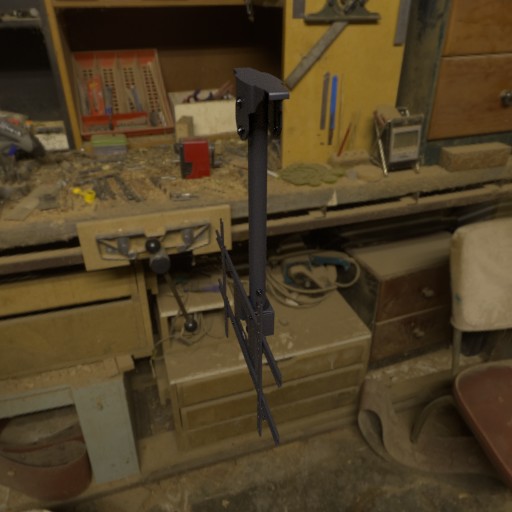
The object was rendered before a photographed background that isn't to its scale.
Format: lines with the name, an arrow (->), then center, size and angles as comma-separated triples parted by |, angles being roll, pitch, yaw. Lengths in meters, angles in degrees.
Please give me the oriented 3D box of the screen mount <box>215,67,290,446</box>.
screen mount -> 0.000, 0.000, 1.027 | 0.090, 0.775, 0.595 | -8, 32, -13
